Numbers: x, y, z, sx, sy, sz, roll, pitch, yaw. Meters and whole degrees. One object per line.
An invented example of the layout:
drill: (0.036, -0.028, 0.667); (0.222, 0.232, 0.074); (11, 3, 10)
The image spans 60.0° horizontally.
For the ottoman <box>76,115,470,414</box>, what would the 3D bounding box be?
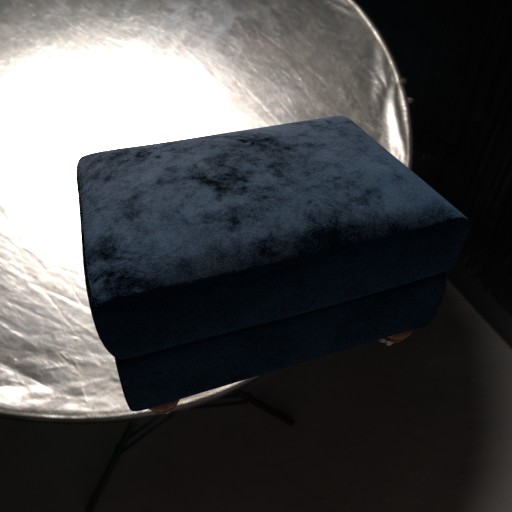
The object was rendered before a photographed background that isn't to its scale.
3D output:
ottoman: (0.000, 0.000, 1.129); (0.773, 0.503, 0.572); (-13, 42, -14)
